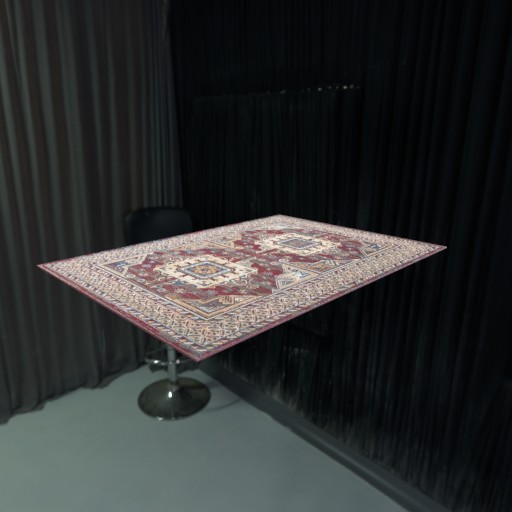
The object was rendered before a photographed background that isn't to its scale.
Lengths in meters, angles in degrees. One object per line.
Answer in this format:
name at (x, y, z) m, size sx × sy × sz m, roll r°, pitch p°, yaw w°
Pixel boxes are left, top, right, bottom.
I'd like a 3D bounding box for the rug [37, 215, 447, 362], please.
rug at (0.000, 0.000, 2.929) m, size 2.210 × 0.011 × 1.599 m, roll -16°, pitch 23°, yaw -42°
